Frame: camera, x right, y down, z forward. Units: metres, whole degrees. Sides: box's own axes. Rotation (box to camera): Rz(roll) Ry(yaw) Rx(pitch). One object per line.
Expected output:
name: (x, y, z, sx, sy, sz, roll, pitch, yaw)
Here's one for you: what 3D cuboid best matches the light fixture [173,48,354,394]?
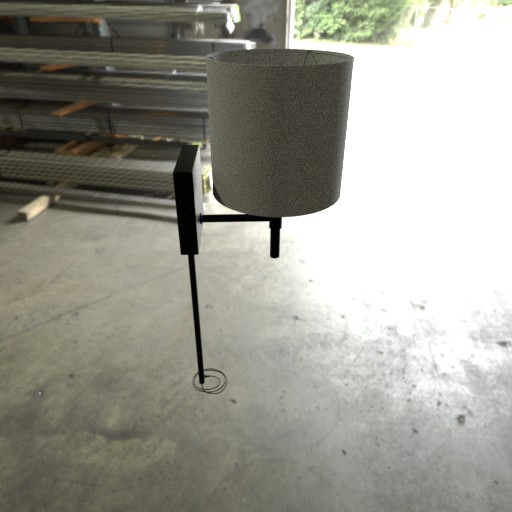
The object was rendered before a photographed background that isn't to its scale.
light fixture: (0.000, 0.000, 0.713, 0.248, 0.589, 0.188, -1, 30, -2)
